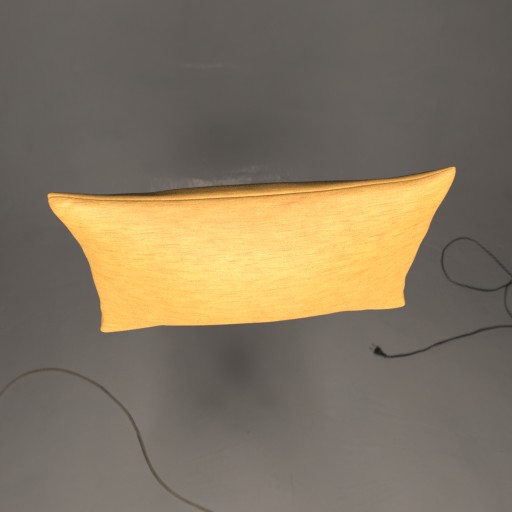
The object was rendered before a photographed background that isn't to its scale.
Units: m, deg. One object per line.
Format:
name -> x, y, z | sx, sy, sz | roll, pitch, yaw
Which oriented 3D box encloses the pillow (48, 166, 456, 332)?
pillow -> 0.000, 0.000, 0.804 | 0.634, 0.354, 0.210 | -4, 47, -4
